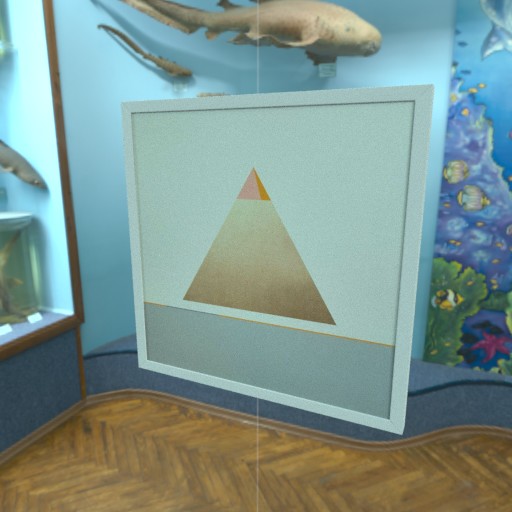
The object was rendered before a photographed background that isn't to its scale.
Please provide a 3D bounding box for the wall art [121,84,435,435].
[{"bbox_3d":[0.000,0.000,1.114,0.768,0.765,0.041,6,15,25],"label":"wall art"}]
